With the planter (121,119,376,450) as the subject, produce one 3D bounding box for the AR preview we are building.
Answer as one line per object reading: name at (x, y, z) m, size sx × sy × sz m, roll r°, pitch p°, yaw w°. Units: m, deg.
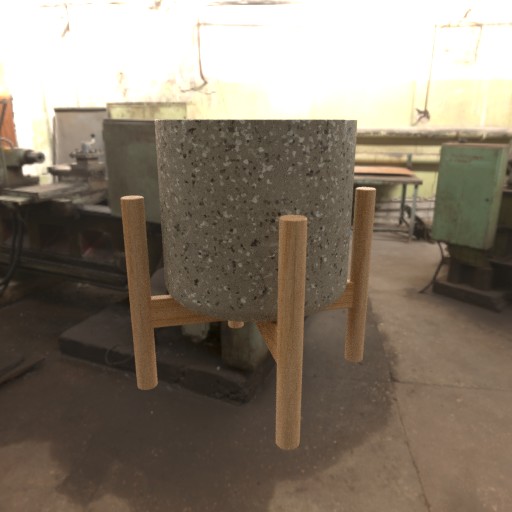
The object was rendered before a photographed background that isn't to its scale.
planter at (0.000, 0.000, 0.544) m, size 0.284 × 0.320 × 0.284 m, roll 3°, pitch 17°, yaw 9°
